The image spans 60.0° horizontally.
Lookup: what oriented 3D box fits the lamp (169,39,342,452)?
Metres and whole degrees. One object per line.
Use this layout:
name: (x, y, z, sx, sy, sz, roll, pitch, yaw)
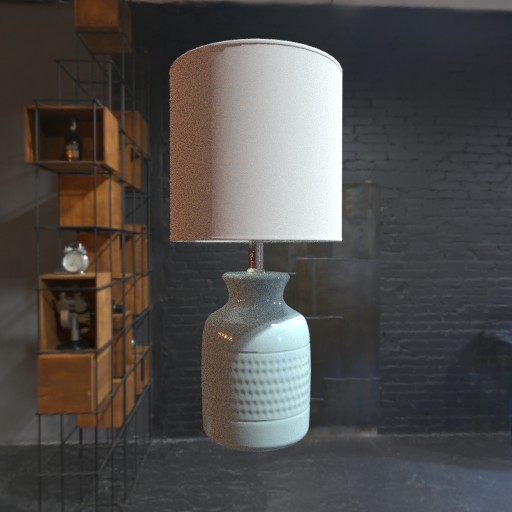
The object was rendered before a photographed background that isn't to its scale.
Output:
lamp: (0.000, 0.000, 1.098, 0.418, 0.871, 0.418, 0, 1, -1)
